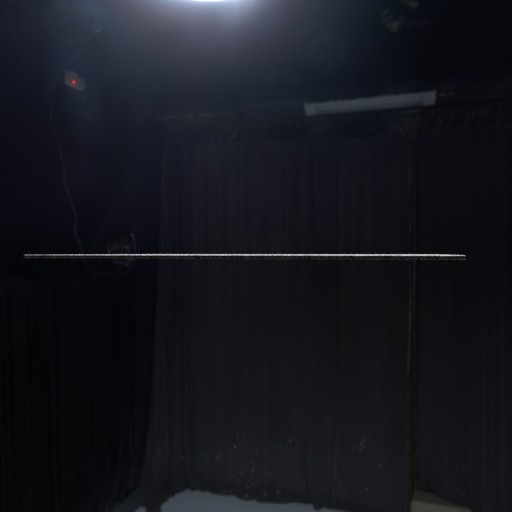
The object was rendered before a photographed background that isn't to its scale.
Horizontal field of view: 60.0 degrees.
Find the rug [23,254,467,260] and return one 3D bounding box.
[{"bbox_3d":[0.000,0.000,2.170,1.761,0.014,1.143,0,0,19],"label":"rug"}]
